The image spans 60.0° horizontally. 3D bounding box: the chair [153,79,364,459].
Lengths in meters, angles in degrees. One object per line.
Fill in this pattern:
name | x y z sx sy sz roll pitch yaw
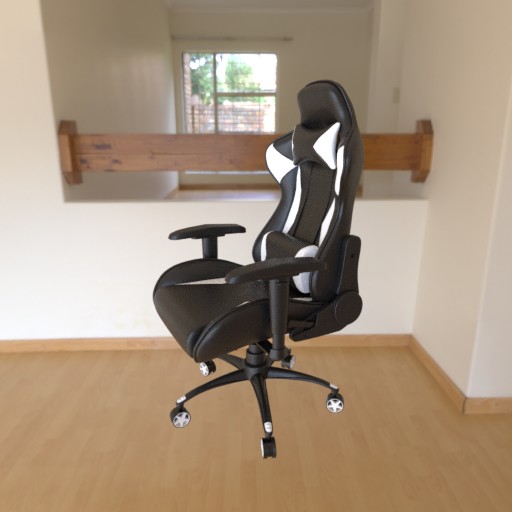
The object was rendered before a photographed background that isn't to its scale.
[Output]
chair | 0.000 0.000 1.700 0.695 1.285 0.730 -8 17 -25
